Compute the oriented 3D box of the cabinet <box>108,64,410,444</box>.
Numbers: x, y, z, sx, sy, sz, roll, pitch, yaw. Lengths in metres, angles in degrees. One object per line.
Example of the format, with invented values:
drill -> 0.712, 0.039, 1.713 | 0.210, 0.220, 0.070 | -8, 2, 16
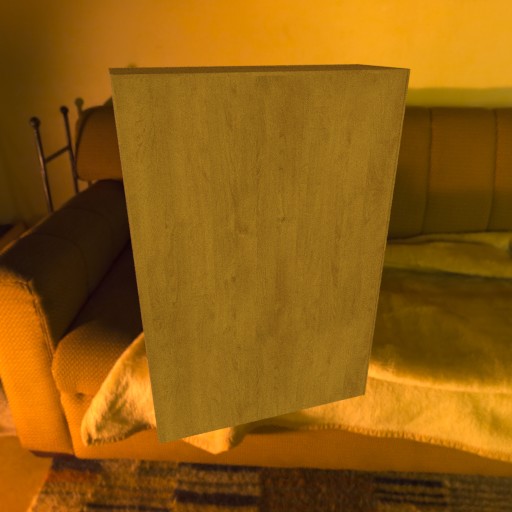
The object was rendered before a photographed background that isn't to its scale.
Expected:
cabinet -> 0.000, 0.000, 2.445 | 1.290, 1.910, 0.510 | -8, 27, -16
